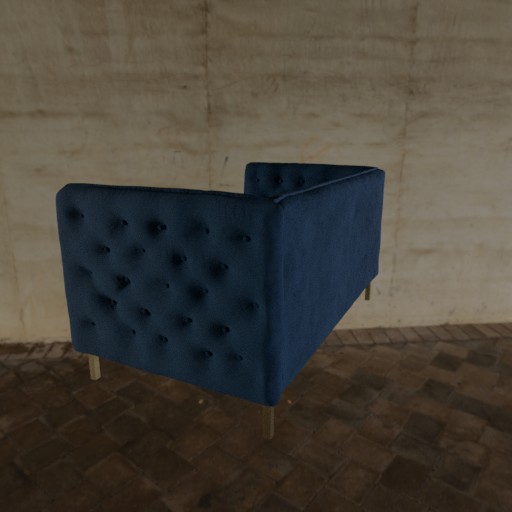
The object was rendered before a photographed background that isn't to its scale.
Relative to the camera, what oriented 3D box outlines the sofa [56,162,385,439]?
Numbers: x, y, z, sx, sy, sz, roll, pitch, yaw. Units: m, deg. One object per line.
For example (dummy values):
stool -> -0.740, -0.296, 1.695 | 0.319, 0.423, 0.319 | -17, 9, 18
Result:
sofa -> 0.000, 0.000, 2.155 | 0.909, 0.810, 1.583 | 7, 17, 26
